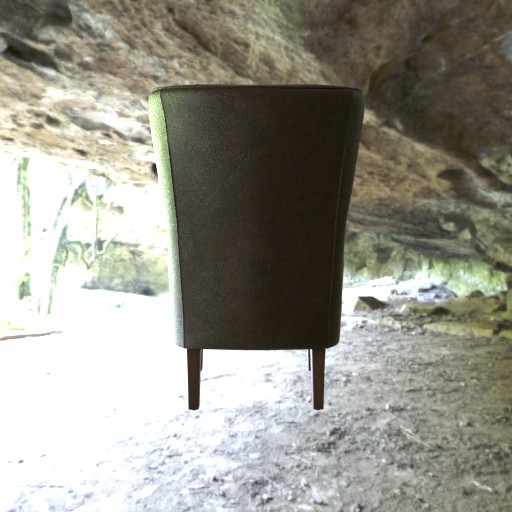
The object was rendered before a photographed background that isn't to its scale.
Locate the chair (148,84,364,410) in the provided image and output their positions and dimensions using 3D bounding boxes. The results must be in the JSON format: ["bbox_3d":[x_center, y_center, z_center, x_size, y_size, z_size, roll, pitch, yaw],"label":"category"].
[{"bbox_3d":[0.000,0.000,1.659,0.692,1.048,0.914,0,0,0],"label":"chair"}]
